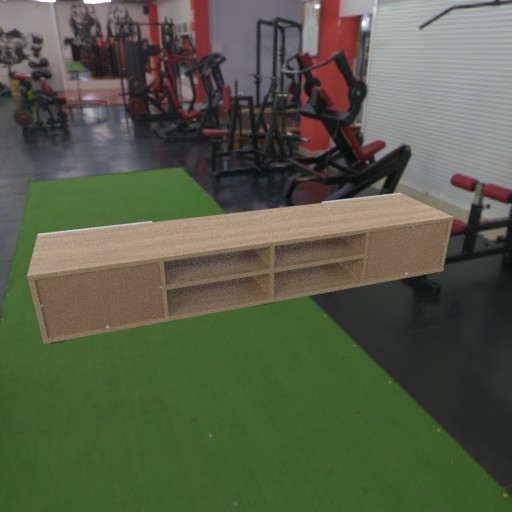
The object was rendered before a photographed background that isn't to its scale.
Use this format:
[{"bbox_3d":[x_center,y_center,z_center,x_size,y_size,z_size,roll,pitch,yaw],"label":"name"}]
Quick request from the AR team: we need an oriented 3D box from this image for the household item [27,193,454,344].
[{"bbox_3d":[0.000,0.000,2.078,1.850,0.310,0.420,-8,26,-17],"label":"household item"}]
